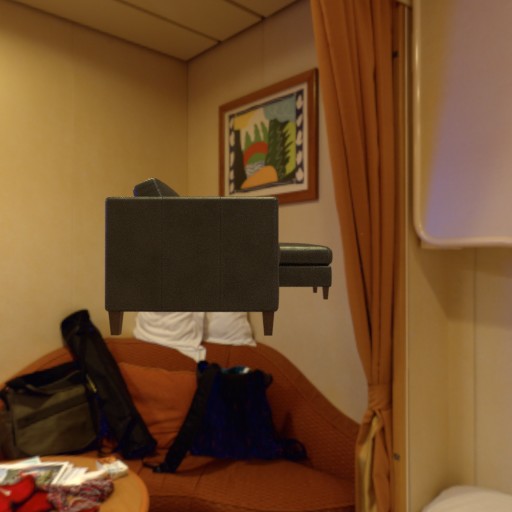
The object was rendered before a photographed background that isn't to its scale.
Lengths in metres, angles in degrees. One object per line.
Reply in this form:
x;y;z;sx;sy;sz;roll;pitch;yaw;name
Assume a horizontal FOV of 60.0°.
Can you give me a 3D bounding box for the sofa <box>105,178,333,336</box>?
0.000;0.000;3.950;1.581;0.883;3.203;0;0;1;sofa
